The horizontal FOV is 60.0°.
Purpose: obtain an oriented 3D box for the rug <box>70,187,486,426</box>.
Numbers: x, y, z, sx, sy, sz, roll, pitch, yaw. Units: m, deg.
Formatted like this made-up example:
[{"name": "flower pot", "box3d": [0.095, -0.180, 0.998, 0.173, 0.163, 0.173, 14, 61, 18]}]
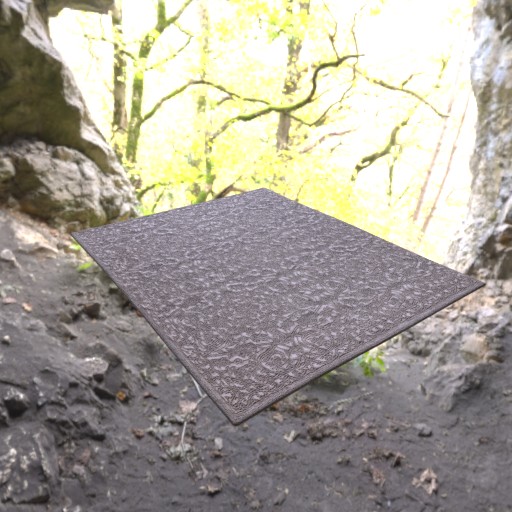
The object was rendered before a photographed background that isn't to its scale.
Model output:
[{"name": "rug", "box3d": [0.000, 0.000, 4.053, 2.472, 0.035, 3.017, -19, 33, -32]}]
